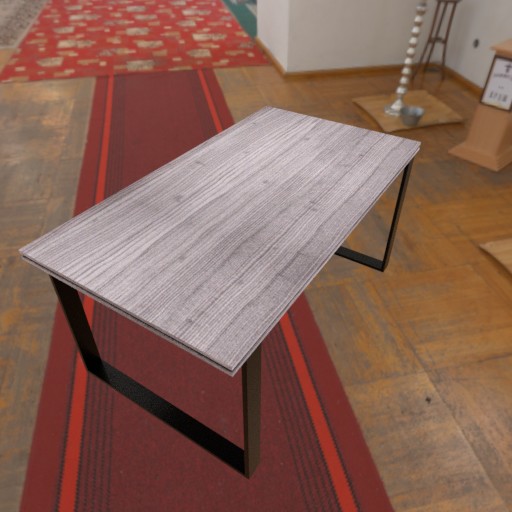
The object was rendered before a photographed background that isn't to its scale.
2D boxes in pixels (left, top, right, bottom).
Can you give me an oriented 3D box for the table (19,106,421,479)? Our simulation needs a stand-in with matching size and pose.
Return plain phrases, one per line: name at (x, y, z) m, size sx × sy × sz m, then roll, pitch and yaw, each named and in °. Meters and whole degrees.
table at (0.000, 0.000, 2.050) m, size 0.881 × 0.736 × 1.579 m, roll 22°, pitch 44°, yaw 25°
